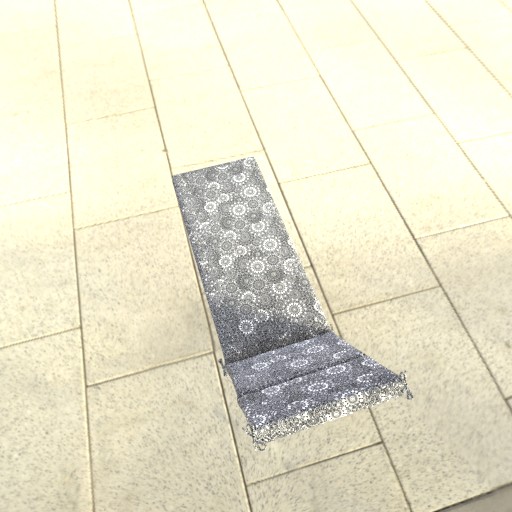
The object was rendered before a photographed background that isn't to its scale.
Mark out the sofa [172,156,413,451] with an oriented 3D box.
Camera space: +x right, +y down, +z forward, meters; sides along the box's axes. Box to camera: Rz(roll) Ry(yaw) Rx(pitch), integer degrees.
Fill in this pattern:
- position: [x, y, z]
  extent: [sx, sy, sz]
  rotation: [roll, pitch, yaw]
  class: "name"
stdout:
- position: [0.000, 0.000, 2.029]
  extent: [0.582, 0.622, 1.663]
  rotation: [-15, 59, -9]
  class: "sofa"
